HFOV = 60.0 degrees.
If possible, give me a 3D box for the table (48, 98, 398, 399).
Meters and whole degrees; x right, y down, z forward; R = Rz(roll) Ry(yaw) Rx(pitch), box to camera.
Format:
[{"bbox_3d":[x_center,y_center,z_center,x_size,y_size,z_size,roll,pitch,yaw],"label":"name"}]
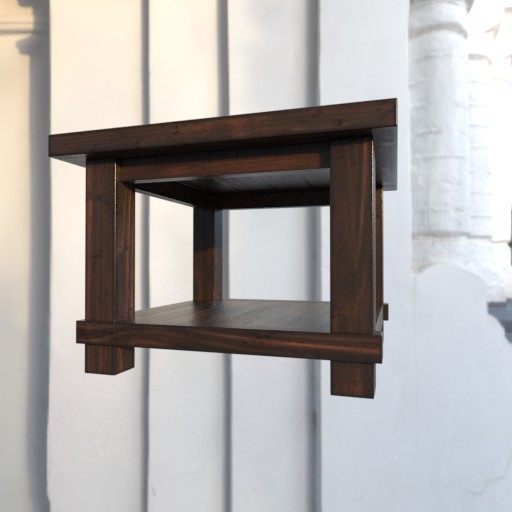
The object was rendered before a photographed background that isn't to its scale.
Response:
[{"bbox_3d":[0.000,0.000,0.994,0.606,0.437,0.593,0,-1,18],"label":"table"}]
